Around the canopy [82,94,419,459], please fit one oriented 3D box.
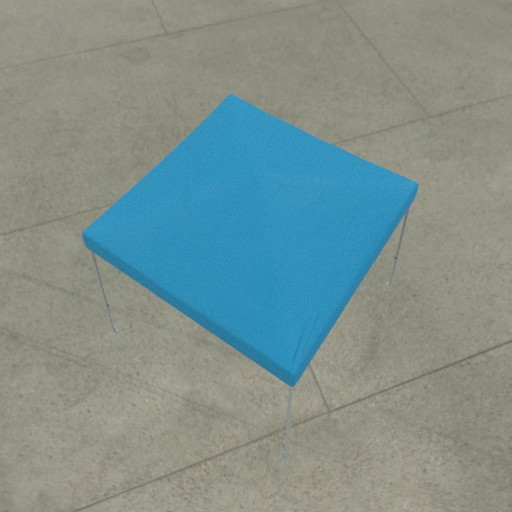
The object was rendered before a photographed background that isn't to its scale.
[{"bbox_3d":[0.000,0.000,6.395,3.599,3.600,3.600,31,64,17],"label":"canopy"}]
